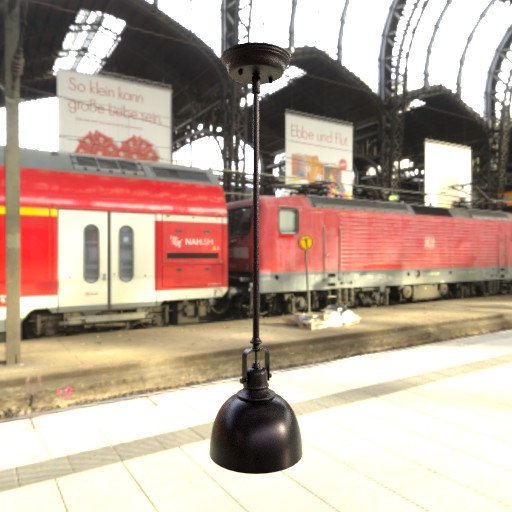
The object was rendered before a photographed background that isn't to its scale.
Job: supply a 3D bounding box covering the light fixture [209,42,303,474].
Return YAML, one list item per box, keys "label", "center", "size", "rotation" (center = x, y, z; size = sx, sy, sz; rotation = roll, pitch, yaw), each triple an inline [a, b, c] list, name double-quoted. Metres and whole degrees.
- label: "light fixture"
  center: [0.000, 0.000, 0.864]
  size: [0.182, 0.768, 0.182]
  rotation: [0, 0, -35]
